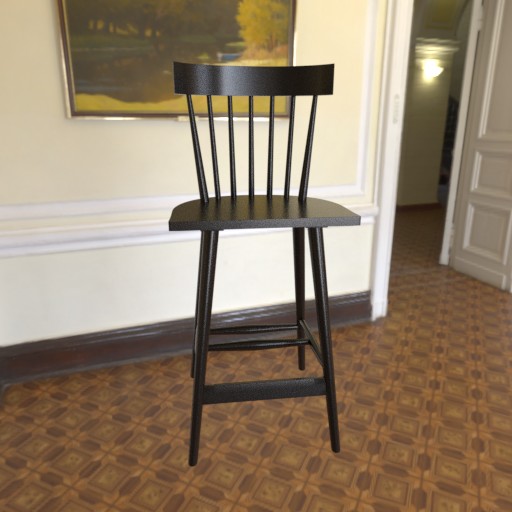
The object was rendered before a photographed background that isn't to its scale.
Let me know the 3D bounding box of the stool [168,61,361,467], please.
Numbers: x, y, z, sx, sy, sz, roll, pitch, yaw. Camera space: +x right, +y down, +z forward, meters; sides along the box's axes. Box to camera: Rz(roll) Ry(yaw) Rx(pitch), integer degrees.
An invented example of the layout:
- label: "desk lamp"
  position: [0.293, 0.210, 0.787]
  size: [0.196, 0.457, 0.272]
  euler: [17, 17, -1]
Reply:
- label: "stool"
  position: [0.000, 0.000, 1.353]
  size: [0.482, 1.092, 0.483]
  euler: [-2, 17, -7]
